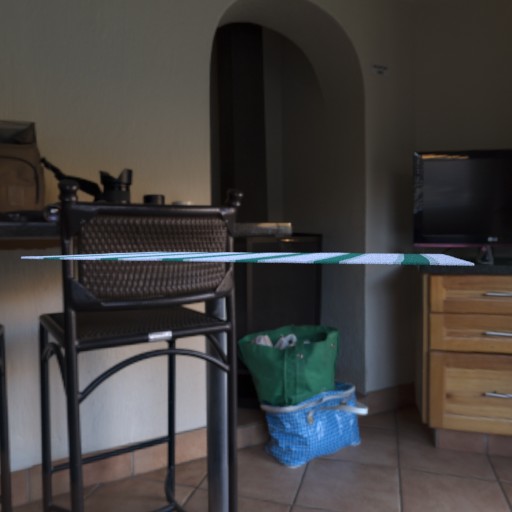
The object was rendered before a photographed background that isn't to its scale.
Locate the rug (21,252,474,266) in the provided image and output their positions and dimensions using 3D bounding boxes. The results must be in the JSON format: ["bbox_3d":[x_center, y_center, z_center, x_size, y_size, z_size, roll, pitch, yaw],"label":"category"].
[{"bbox_3d":[0.000,0.000,2.960,2.436,0.015,1.521,1,2,18],"label":"rug"}]
